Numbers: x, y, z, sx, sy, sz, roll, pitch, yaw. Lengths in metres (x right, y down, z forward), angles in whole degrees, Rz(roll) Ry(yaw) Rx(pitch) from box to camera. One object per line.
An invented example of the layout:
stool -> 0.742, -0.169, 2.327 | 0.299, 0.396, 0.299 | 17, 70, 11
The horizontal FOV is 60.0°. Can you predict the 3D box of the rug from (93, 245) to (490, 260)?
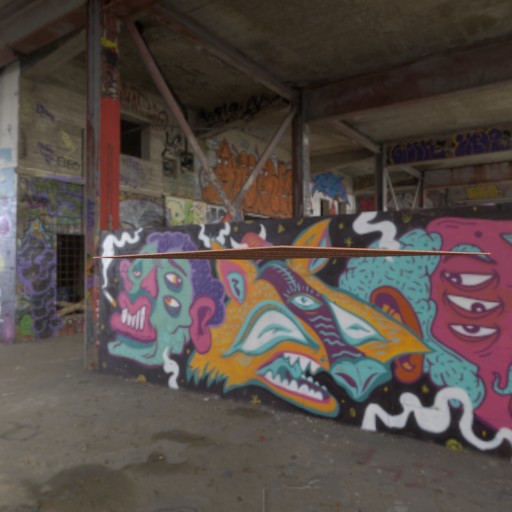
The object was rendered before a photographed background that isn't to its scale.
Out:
rug -> 0.000, 0.000, 3.059 | 1.523, 0.008, 2.438 | 1, -2, -36
